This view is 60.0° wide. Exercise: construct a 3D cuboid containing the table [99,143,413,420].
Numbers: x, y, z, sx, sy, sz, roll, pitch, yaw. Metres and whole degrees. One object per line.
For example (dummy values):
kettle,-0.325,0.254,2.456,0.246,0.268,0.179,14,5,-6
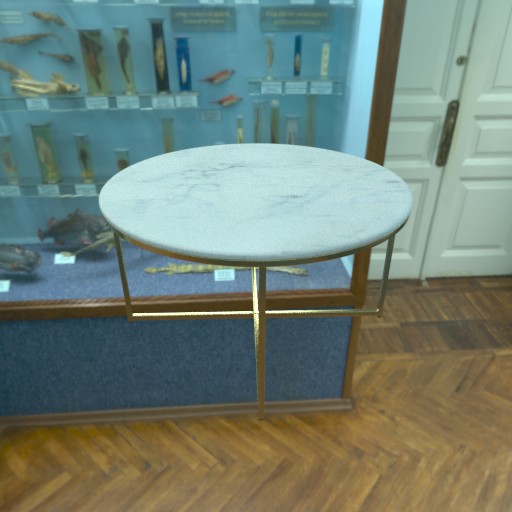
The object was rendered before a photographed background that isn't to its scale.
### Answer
table,0.000,0.000,1.286,0.800,0.450,0.800,0,29,0
